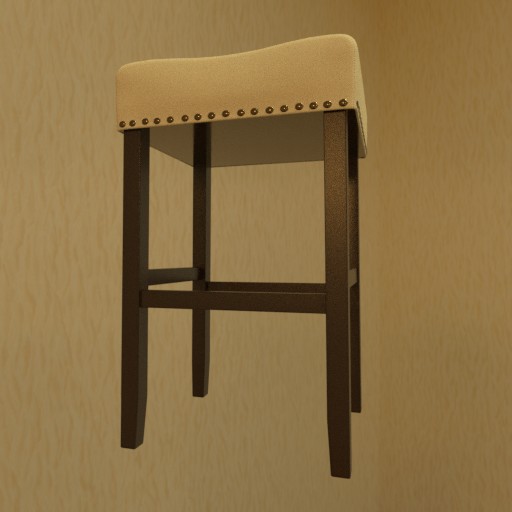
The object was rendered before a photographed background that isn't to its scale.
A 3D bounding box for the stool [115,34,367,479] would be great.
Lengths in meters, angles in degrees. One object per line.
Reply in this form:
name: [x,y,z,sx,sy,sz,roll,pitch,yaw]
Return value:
stool: [0.000,0.000,0.992,0.471,0.762,0.401,0,0,16]
